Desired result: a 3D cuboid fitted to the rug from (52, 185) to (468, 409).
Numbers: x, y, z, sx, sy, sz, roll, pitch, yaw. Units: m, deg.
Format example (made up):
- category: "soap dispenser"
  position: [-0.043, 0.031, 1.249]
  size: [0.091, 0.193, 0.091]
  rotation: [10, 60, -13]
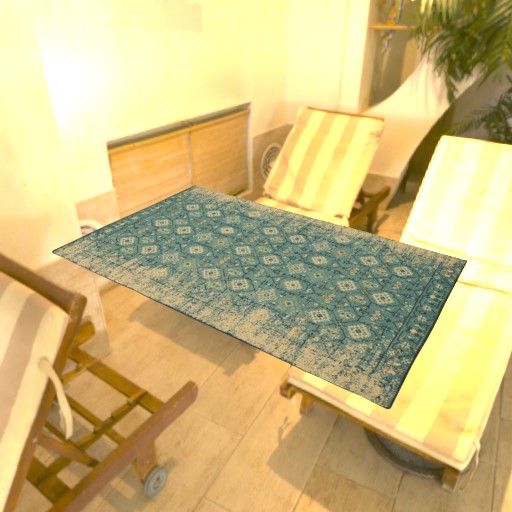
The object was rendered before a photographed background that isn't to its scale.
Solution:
- category: "rug"
  position: [0.000, 0.000, 3.053]
  size: [2.449, 0.015, 1.530]
  rotation: [19, 35, 29]
